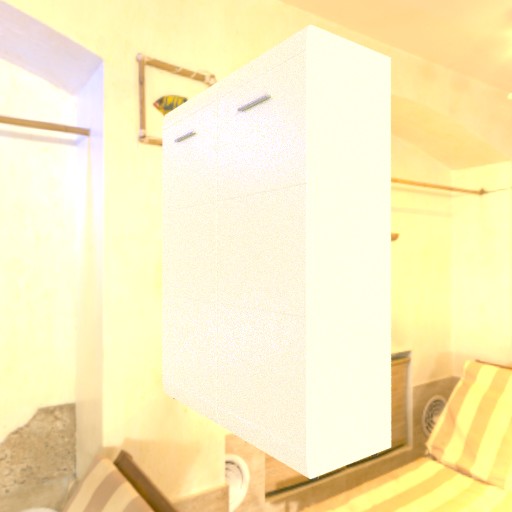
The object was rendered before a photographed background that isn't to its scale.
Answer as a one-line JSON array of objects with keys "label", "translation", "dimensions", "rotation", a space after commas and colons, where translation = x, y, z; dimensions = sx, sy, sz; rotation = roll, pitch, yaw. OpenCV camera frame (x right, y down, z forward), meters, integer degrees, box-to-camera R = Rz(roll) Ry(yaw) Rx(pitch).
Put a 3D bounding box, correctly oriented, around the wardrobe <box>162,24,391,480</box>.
[{"label": "wardrobe", "translation": [0.000, 0.000, 1.601], "dimensions": [0.360, 1.200, 0.900], "rotation": [0, 0, -36]}]
